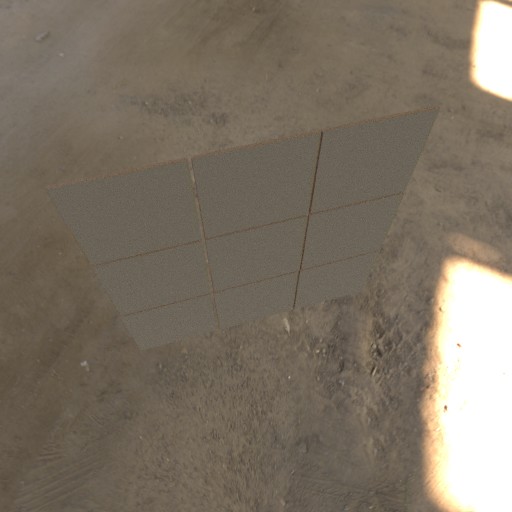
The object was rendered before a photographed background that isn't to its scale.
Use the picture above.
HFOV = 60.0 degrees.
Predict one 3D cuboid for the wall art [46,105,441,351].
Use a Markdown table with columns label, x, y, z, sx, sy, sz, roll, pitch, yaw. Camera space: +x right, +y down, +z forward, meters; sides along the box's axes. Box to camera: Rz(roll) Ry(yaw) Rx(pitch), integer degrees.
| label | x | y | z | sx | sy | sz | roll | pitch | yaw |
| --- | --- | --- | --- | --- | --- | --- | --- | --- | --- |
| wall art | 0.000 | 0.000 | 1.378 | 0.919 | 0.917 | 0.010 | -14 | 58 | -9 |
